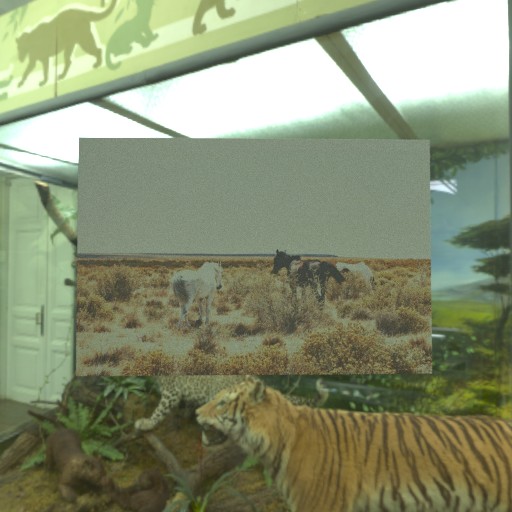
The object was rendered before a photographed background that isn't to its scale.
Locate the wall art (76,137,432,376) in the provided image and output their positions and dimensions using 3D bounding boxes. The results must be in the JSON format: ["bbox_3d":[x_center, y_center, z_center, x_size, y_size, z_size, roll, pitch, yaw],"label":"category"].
[{"bbox_3d":[0.000,0.000,1.927,1.520,1.016,0.051,0,-2,-2],"label":"wall art"}]
